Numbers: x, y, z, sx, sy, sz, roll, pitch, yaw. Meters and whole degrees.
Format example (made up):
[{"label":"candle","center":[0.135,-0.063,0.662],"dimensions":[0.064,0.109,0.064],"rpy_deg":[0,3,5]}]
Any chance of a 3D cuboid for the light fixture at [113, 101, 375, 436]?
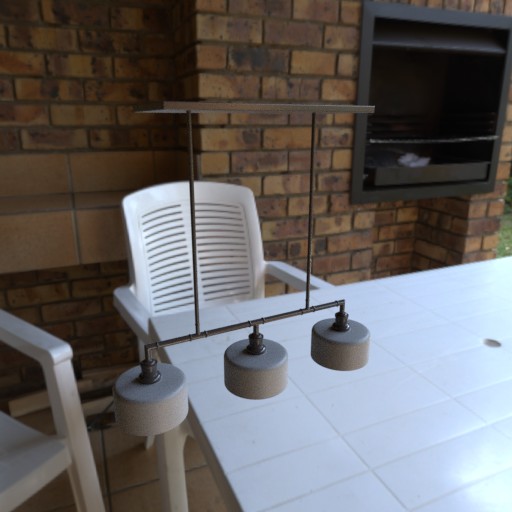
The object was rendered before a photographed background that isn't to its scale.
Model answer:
[{"label":"light fixture","center":[0.000,0.000,0.866],"dimensions":[0.582,0.557,0.177],"rpy_deg":[-9,19,-27]}]
